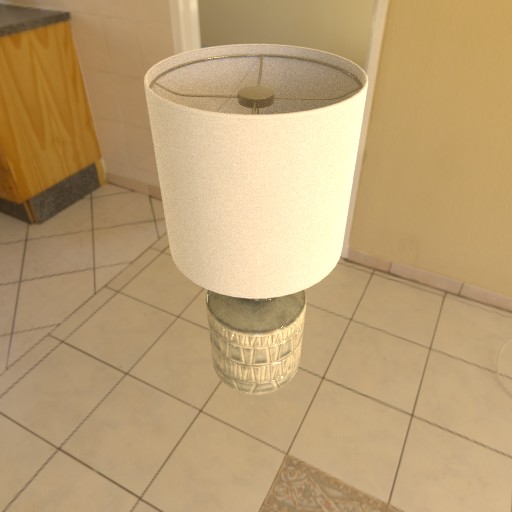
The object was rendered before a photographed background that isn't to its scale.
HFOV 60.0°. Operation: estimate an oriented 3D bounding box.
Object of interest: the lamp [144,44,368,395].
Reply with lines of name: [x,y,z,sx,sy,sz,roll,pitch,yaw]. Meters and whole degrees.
lamp: [0.000,0.000,0.569,0.211,0.455,0.211,12,41,14]
